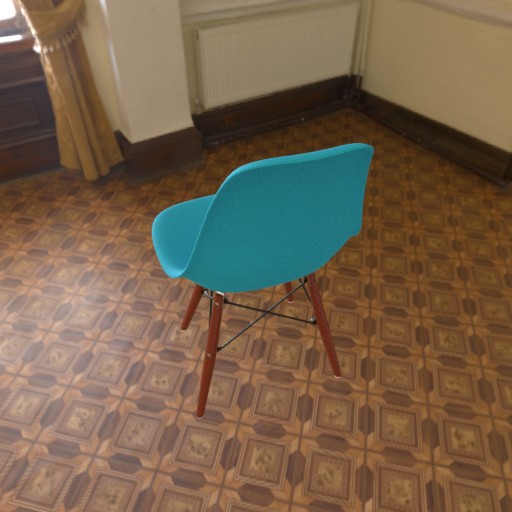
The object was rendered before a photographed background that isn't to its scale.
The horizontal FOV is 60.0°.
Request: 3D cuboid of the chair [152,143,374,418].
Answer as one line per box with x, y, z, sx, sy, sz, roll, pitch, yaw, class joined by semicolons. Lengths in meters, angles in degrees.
0.000;0.000;1.104;0.470;0.826;0.533;-13;43;-15;chair
